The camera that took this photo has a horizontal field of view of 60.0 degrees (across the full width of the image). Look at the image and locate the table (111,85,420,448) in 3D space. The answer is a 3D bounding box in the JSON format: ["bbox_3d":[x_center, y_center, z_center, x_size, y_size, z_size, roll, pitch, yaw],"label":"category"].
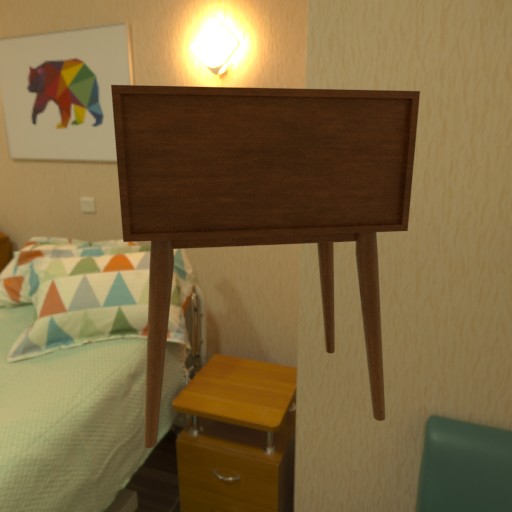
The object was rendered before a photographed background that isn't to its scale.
[{"bbox_3d":[0.000,0.000,0.858,0.454,0.580,0.307,-3,15,-10],"label":"table"}]
